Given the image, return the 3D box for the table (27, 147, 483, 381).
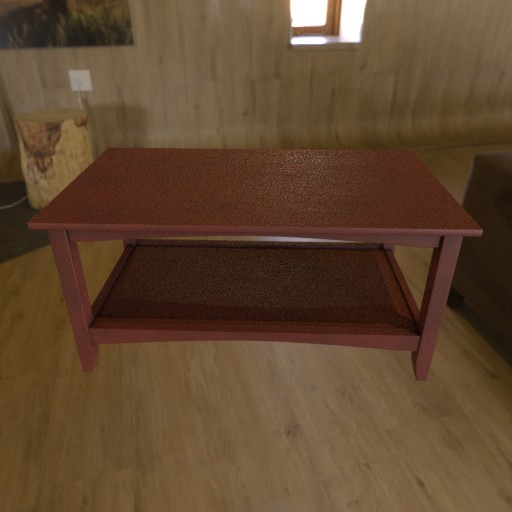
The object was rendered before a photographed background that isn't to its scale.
[{"bbox_3d":[0.000,0.000,1.258,0.943,0.456,0.533,1,31,2],"label":"table"}]
